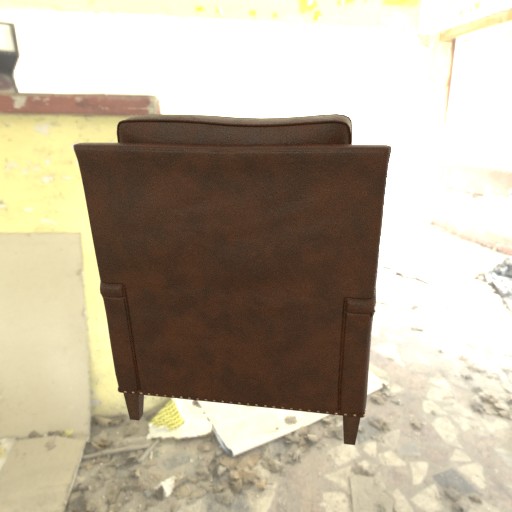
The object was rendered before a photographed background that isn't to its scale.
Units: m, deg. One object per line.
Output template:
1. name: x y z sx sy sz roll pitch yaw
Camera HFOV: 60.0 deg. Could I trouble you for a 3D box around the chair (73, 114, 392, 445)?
1. chair: 0.000 0.000 1.753 0.854 1.054 1.035 3 17 9
